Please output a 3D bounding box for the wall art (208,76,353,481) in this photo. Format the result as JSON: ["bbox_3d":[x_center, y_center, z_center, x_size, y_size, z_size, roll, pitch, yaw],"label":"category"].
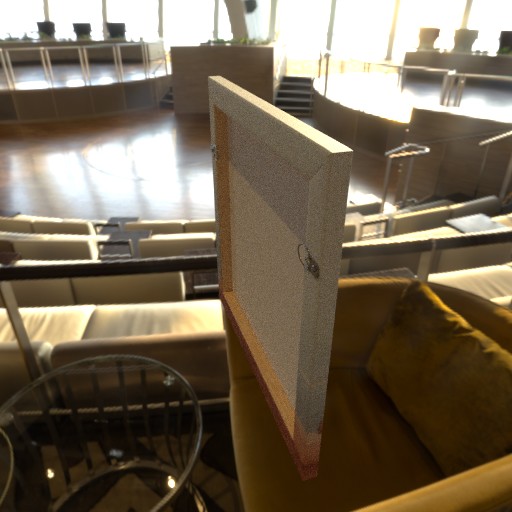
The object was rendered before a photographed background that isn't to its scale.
[{"bbox_3d":[0.000,0.000,0.903,0.034,0.605,0.605,-10,31,-16],"label":"wall art"}]
